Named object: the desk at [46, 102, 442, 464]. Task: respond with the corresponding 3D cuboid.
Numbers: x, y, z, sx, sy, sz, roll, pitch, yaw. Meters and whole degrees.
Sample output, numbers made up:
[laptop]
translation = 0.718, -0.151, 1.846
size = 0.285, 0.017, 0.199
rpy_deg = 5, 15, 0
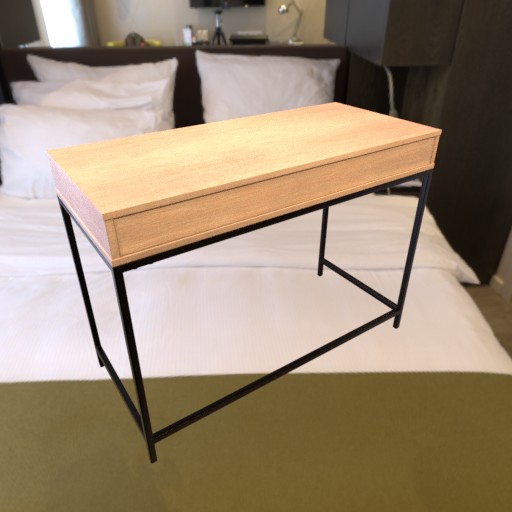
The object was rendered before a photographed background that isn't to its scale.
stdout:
[desk]
translation = 0.000, 0.000, 1.433
size = 1.016, 0.762, 0.470
rpy_deg = -19, 36, -29
